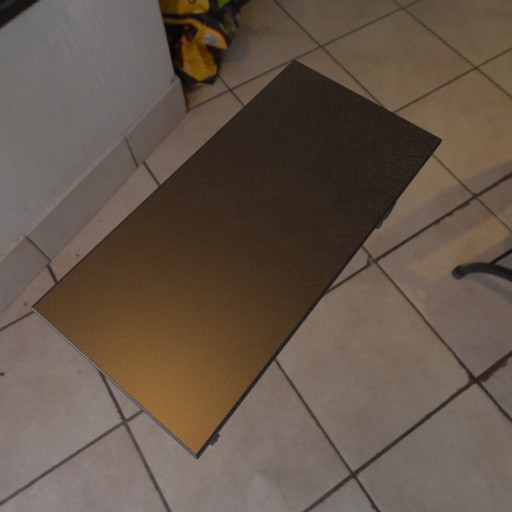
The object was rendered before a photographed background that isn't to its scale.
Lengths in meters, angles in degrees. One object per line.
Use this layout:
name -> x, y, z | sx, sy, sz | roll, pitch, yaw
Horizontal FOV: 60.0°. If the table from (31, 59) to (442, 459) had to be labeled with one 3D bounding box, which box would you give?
table -> 0.000, 0.000, 1.436 | 0.550, 0.510, 1.107 | 35, 69, 16
